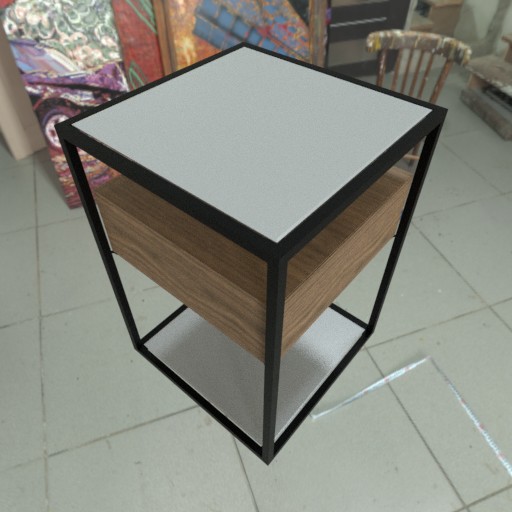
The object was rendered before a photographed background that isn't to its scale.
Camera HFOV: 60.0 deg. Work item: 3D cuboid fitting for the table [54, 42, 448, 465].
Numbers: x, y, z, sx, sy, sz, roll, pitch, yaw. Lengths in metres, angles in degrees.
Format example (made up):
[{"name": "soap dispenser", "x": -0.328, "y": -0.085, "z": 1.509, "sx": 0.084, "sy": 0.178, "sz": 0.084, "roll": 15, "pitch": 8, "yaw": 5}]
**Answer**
[{"name": "table", "x": 0.000, "y": 0.000, "z": 0.791, "sx": 0.378, "sy": 0.540, "sz": 0.378, "roll": 31, "pitch": 54, "yaw": 27}]
